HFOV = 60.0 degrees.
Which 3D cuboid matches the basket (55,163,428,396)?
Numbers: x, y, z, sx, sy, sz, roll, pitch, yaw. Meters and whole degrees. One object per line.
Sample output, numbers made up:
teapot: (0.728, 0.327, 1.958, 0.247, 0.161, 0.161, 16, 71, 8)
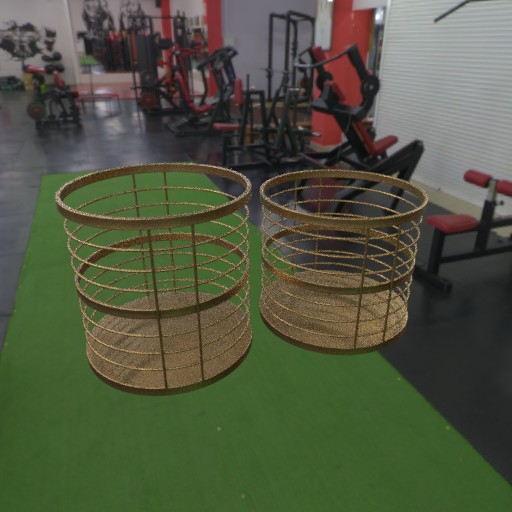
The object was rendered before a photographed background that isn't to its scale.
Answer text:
basket: (0.000, 0.000, 0.962, 0.746, 0.351, 0.356, -8, 27, -16)
